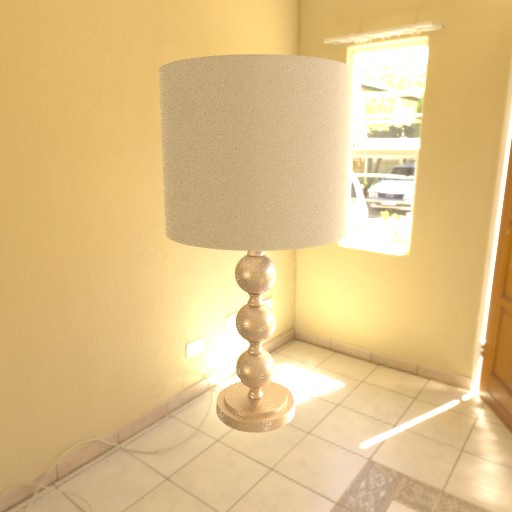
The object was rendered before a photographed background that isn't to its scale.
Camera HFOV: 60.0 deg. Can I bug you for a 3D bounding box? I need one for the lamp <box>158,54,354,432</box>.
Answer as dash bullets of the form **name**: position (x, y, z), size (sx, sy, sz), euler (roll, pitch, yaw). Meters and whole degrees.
- **lamp**: position (0.000, 0.000, 0.699), size (0.277, 0.538, 0.277), euler (7, 15, 27)
